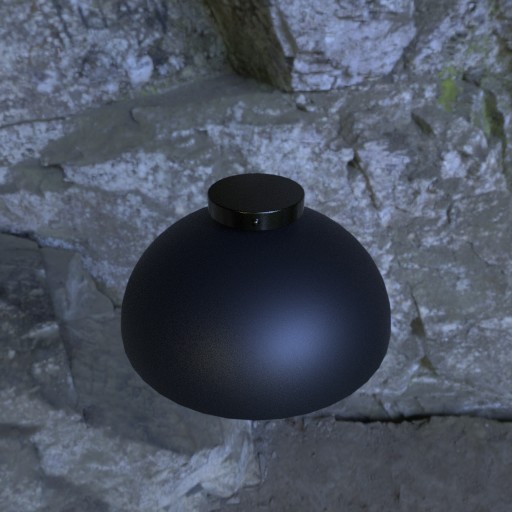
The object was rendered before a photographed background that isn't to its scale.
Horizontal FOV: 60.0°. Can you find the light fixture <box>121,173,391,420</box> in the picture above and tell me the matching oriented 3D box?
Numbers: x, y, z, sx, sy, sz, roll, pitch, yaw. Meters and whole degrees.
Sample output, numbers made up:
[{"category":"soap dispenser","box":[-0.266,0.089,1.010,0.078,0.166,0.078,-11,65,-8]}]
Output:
[{"category":"light fixture","box":[0.000,0.000,0.558,0.355,0.177,0.355,0,32,0]}]
